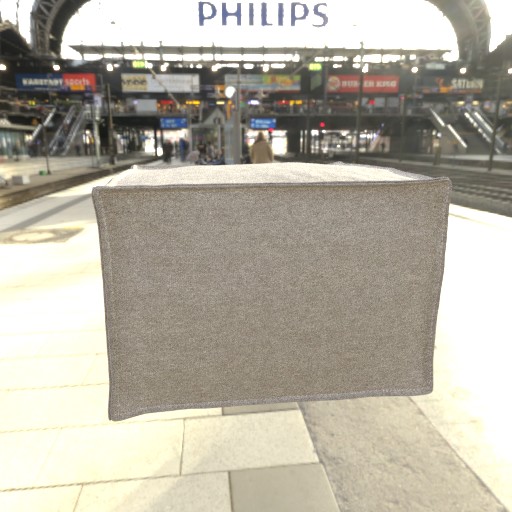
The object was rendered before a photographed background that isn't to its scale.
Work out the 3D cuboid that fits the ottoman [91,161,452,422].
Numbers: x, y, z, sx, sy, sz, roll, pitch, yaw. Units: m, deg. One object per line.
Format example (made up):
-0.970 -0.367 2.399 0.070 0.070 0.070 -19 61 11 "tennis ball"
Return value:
0.000 0.000 1.154 0.696 0.470 0.707 -2 14 -9 "ottoman"
